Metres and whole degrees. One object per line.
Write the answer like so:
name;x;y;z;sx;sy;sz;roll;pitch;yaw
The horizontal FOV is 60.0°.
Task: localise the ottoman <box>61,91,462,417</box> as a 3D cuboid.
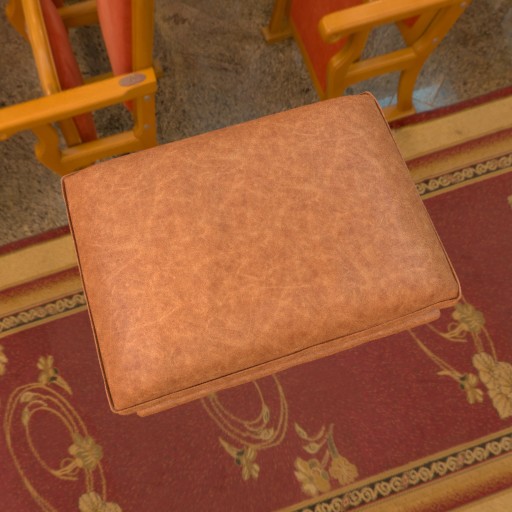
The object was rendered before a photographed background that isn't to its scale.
ottoman;0.000;0.000;1.042;0.710;0.480;0.533;-17;75;-5
